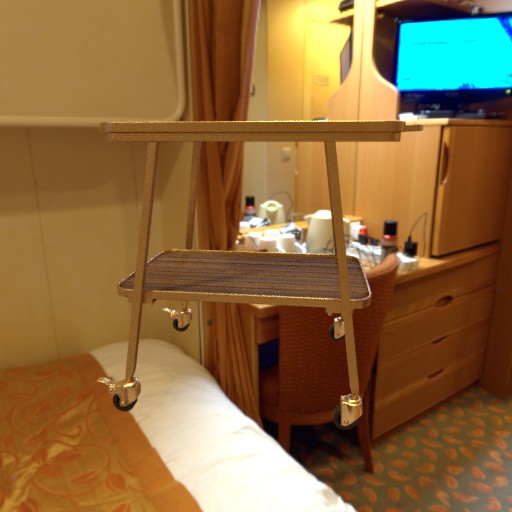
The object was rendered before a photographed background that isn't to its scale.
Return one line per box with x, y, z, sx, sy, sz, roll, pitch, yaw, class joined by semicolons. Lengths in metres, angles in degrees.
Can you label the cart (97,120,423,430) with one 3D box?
0.000;0.000;1.228;0.806;0.700;0.524;2;15;7;cart
